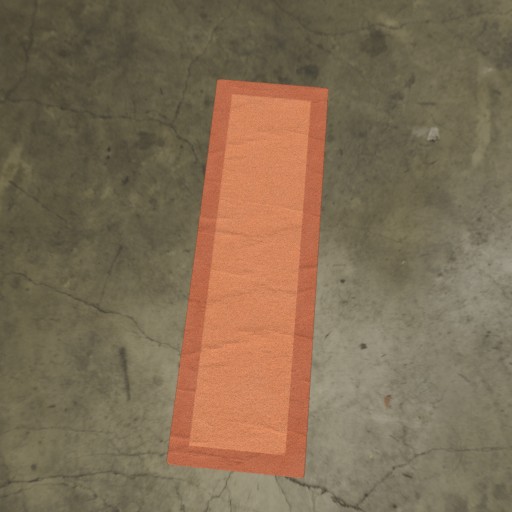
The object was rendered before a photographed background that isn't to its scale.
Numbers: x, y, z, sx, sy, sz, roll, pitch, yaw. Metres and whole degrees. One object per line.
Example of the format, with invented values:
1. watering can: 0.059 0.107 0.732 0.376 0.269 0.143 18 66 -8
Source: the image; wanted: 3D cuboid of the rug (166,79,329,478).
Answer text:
1. rug: 0.000 0.000 2.708 0.914 0.013 2.471 2 76 0
